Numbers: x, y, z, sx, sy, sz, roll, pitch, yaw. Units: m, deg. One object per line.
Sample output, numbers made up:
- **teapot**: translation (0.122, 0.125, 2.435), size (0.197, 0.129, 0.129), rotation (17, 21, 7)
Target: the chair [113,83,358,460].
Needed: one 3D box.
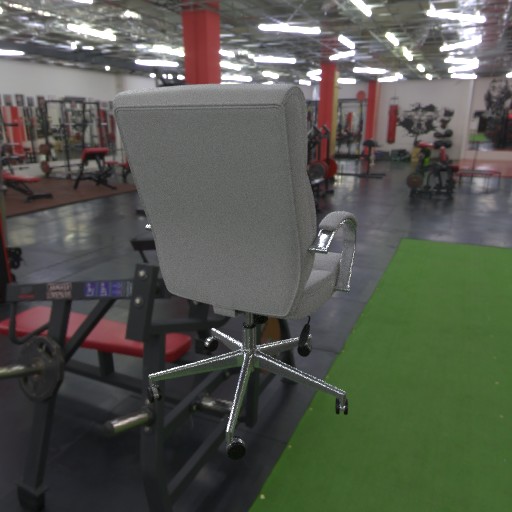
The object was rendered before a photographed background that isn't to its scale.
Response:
- **chair**: translation (0.000, 0.000, 1.569), size (0.727, 1.099, 0.745), rotation (8, 19, 26)
